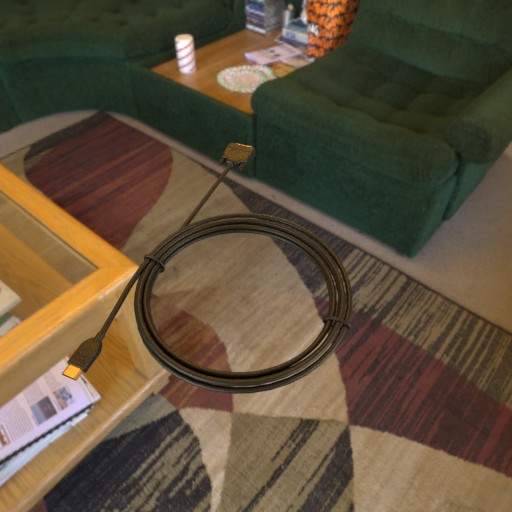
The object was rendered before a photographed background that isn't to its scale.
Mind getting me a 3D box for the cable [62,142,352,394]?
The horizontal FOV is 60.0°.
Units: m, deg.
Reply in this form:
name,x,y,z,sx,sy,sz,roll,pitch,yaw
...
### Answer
name,x,y,z,sx,sy,sz,roll,pitch,yaw
cable,0.000,0.000,0.522,0.257,0.030,0.422,17,50,15
